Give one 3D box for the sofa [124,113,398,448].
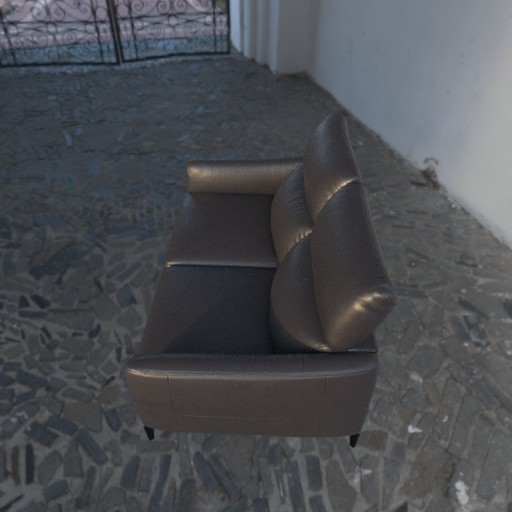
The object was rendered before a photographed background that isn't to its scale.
[{"bbox_3d":[0.000,0.000,2.195,0.958,0.920,1.596,1,41,1],"label":"sofa"}]
